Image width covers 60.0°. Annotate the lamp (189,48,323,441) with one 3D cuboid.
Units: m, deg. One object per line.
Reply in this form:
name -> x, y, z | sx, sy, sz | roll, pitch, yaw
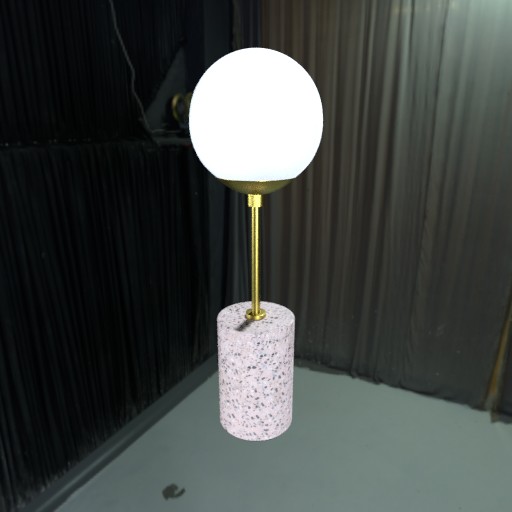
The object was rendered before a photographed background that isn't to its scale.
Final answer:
lamp -> 0.000, 0.000, 0.561 | 0.153, 0.480, 0.153 | 0, 17, 0
